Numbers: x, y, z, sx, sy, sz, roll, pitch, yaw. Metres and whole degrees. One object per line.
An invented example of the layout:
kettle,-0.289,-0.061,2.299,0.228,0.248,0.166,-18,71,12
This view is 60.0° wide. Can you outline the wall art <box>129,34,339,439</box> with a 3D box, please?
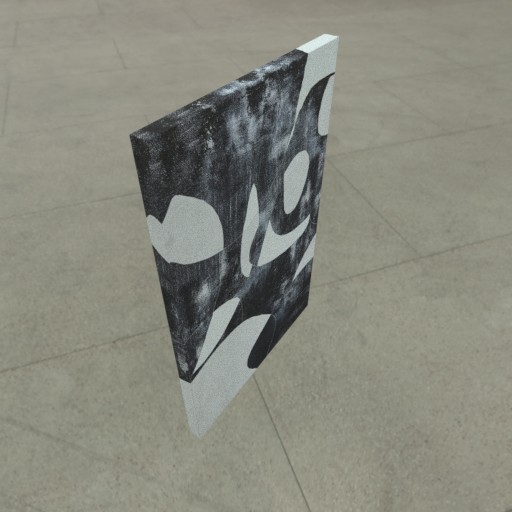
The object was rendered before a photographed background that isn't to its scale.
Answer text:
wall art,0.000,0.000,1.137,0.041,0.915,0.610,25,48,25
